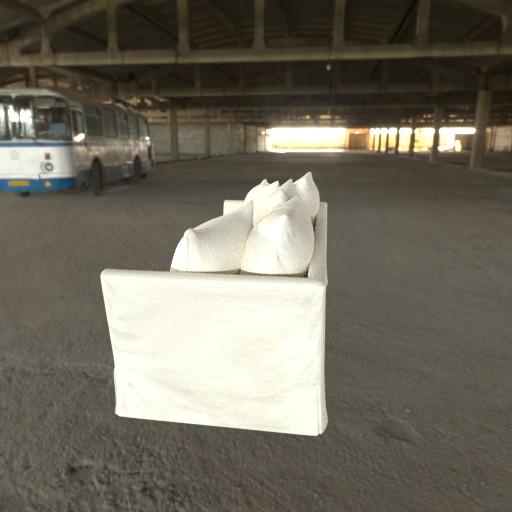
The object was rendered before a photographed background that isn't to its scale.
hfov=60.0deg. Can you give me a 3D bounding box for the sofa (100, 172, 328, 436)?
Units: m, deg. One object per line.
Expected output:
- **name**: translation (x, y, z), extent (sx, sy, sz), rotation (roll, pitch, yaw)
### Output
- **sofa**: translation (0.000, 0.000, 3.087), extent (1.030, 1.042, 2.484), rotation (2, 15, 9)
